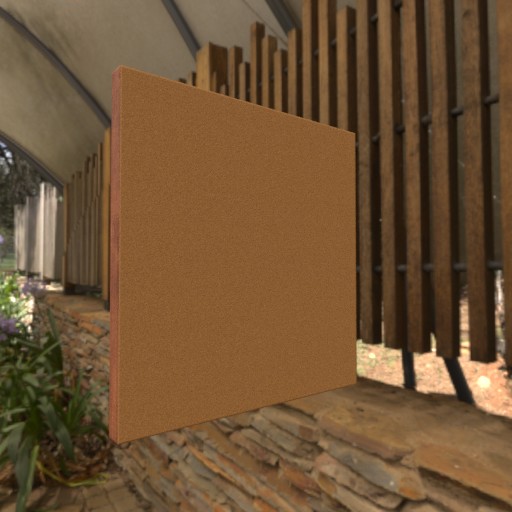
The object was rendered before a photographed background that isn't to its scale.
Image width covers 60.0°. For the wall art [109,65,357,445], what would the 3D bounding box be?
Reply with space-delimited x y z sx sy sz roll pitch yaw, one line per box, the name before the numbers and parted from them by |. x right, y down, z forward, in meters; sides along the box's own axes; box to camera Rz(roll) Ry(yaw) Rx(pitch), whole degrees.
wall art | 0.000 0.000 0.853 0.554 0.572 0.037 1 -2 -38
